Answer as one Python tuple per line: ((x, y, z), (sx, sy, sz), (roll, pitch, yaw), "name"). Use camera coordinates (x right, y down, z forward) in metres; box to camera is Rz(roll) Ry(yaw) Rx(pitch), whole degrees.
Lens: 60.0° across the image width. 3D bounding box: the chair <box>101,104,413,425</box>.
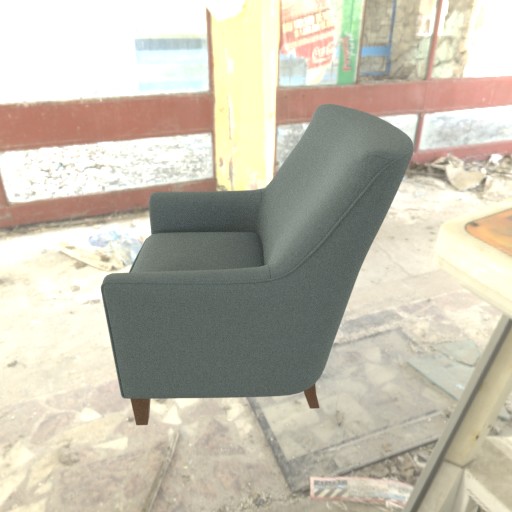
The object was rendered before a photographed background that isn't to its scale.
((0.000, 0.000, 1.553), (0.879, 0.916, 0.756), (-1, 27, -1), "chair")
